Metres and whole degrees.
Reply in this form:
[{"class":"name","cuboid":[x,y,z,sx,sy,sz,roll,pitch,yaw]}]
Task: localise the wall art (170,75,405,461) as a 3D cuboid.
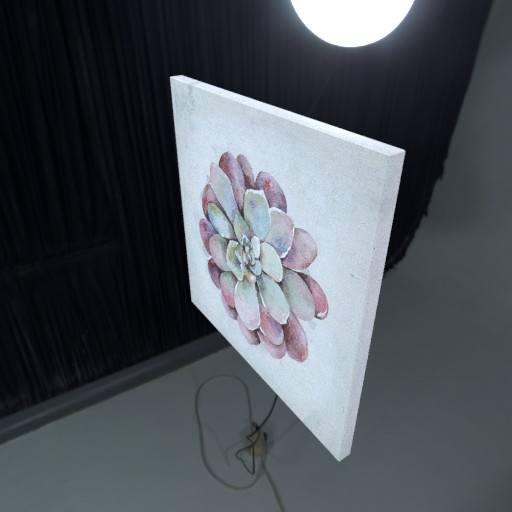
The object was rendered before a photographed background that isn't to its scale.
[{"class":"wall art","cuboid":[0.000,0.000,1.139,0.041,0.762,0.762,-20,37,-29]}]
